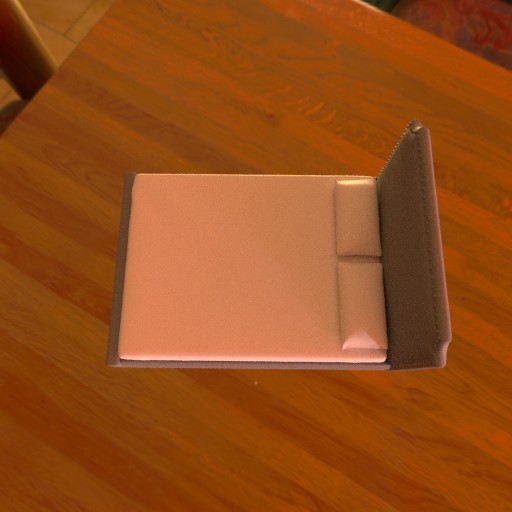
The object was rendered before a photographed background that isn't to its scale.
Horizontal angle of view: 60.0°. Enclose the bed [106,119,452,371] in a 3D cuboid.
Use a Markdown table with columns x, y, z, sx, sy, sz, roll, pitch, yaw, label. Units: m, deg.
| x | y | z | sx | sy | sz | roll | pitch | yaw | label |
| --- | --- | --- | --- | --- | --- | --- | --- | --- | --- |
| 0.000 | 0.000 | 3.475 | 2.372 | 1.443 | 1.712 | 1 | 74 | 0 | bed |
